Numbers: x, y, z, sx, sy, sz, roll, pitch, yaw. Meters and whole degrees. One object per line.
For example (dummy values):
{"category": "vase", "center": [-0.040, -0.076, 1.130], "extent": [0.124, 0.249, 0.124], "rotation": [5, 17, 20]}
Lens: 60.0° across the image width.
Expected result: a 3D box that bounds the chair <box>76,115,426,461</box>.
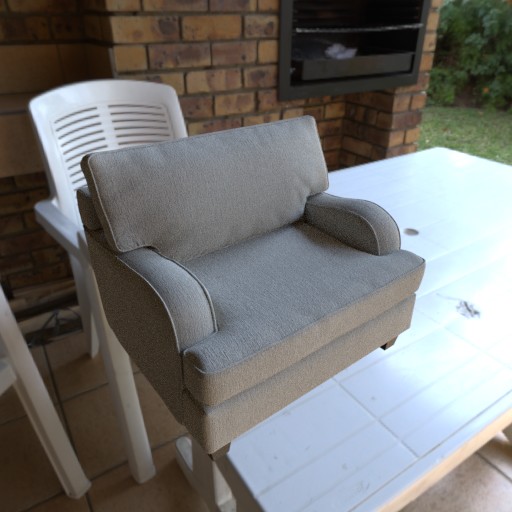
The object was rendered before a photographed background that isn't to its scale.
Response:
{"category": "chair", "center": [0.000, 0.000, 2.016], "extent": [1.220, 1.016, 1.041], "rotation": [-21, 35, -32]}
